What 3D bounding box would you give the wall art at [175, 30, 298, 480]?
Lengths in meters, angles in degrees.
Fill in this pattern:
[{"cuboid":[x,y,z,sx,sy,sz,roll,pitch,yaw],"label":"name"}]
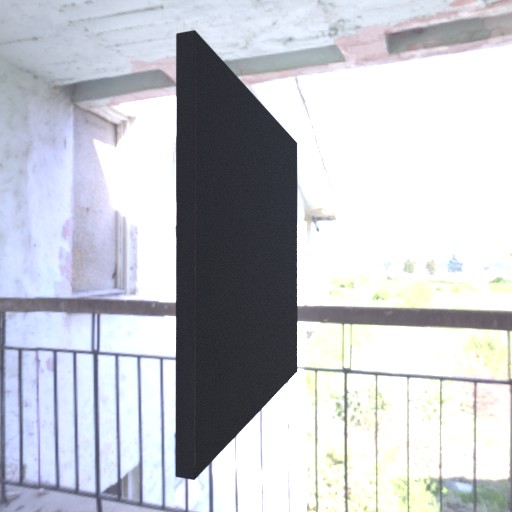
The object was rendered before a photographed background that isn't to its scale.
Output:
[{"cuboid":[0.000,0.000,0.445,0.015,0.303,0.304,0,-1,18],"label":"wall art"}]
